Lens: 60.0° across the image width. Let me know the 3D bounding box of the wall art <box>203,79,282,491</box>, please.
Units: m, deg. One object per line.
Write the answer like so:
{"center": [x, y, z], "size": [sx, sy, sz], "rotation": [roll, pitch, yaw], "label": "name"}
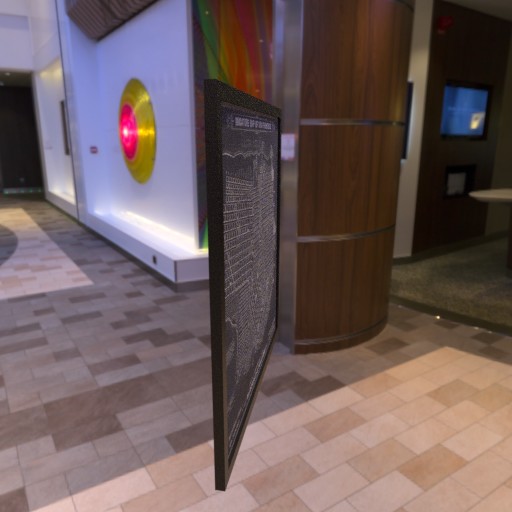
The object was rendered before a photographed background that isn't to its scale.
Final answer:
{"center": [0.000, 0.000, 1.208], "size": [0.022, 0.807, 0.807], "rotation": [3, 15, 10], "label": "wall art"}
